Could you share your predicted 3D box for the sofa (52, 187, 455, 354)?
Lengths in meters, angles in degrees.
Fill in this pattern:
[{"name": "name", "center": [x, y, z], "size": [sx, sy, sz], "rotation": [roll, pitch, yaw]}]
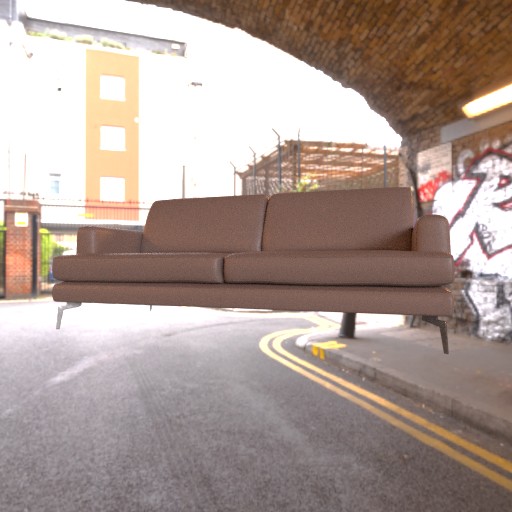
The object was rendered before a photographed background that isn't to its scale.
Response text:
[{"name": "sofa", "center": [0.000, 0.000, 2.440], "size": [1.940, 0.765, 0.974], "rotation": [0, -1, 19]}]
